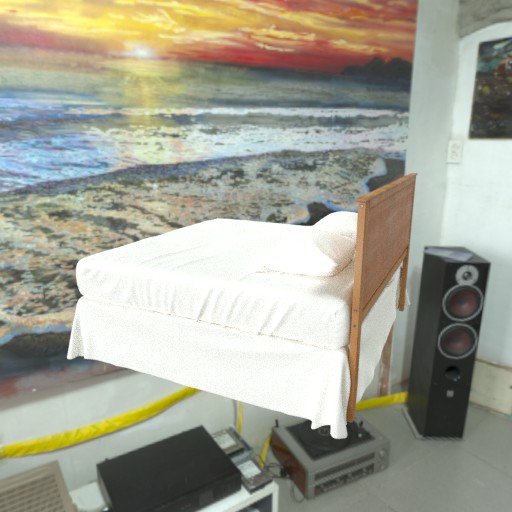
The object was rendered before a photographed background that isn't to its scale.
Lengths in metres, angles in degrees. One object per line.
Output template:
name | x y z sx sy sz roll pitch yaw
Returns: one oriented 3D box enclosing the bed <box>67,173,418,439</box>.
bed | 0.000 0.000 3.621 2.215 1.270 2.317 7 16 25
